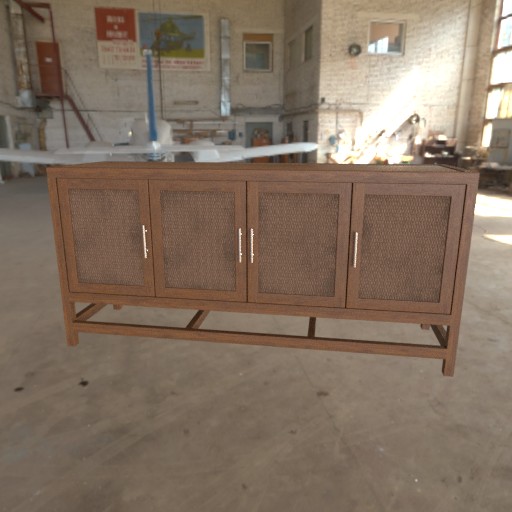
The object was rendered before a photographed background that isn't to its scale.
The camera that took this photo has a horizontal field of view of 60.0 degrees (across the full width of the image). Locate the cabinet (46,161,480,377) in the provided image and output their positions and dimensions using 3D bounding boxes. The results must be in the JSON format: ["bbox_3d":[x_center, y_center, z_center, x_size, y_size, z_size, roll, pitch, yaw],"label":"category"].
[{"bbox_3d":[0.000,0.000,2.058,1.708,0.820,0.522,2,15,9],"label":"cabinet"}]
